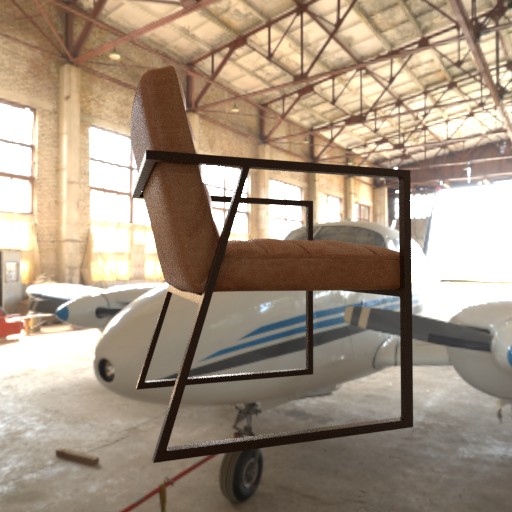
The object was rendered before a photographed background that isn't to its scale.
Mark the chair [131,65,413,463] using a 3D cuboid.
[{"bbox_3d":[0.000,0.000,1.250,0.677,0.832,0.571,0,-1,-18],"label":"chair"}]
